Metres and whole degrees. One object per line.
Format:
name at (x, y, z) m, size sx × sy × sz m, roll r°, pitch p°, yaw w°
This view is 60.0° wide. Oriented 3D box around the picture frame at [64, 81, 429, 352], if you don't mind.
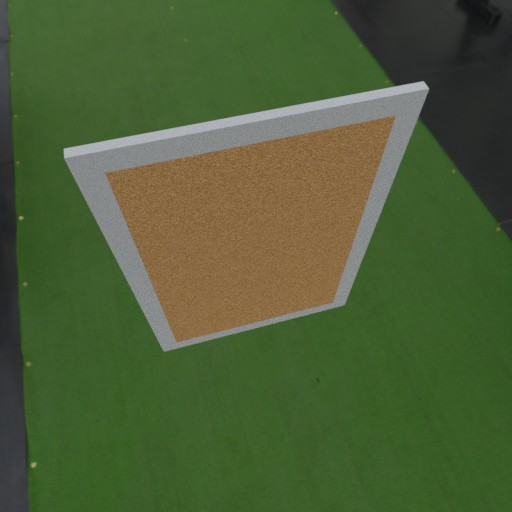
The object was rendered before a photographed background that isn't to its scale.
picture frame at (0.000, 0.000, 0.580) m, size 0.326 × 0.459 × 0.011 m, roll -13°, pitch 59°, yaw -8°
